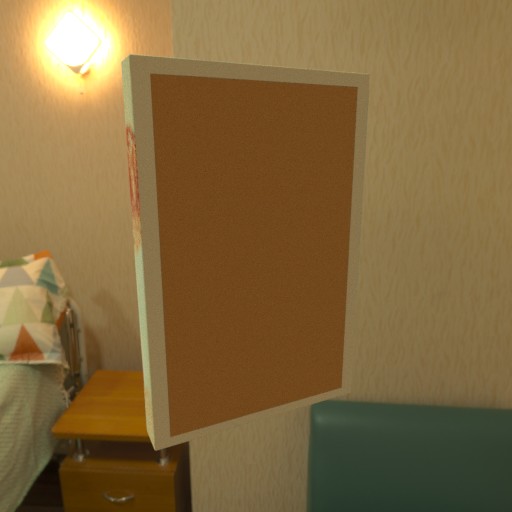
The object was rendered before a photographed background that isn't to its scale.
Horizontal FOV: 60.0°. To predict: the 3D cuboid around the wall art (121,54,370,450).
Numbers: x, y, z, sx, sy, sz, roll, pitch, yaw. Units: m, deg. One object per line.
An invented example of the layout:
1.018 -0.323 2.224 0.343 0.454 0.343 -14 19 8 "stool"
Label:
0.000 0.000 0.480 0.251 0.380 0.039 -7 16 -25 "wall art"
